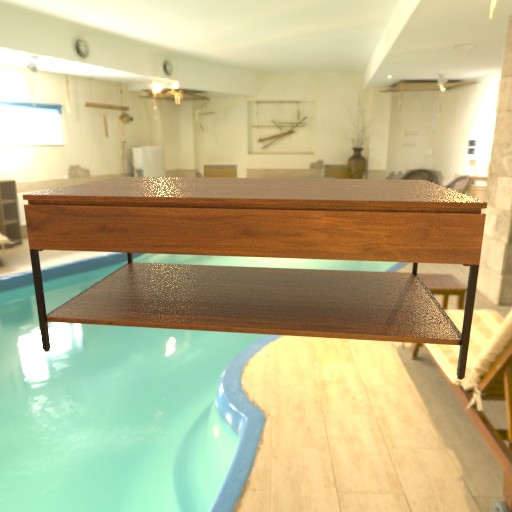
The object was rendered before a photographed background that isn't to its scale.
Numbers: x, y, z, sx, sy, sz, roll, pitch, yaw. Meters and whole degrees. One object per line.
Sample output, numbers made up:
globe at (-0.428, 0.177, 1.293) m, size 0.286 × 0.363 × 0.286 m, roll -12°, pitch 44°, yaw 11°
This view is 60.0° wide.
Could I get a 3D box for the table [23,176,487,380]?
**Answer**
table at (0.000, 0.000, 1.324) m, size 1.057 × 0.414 × 0.574 m, roll 2°, pitch 15°, yaw 8°
